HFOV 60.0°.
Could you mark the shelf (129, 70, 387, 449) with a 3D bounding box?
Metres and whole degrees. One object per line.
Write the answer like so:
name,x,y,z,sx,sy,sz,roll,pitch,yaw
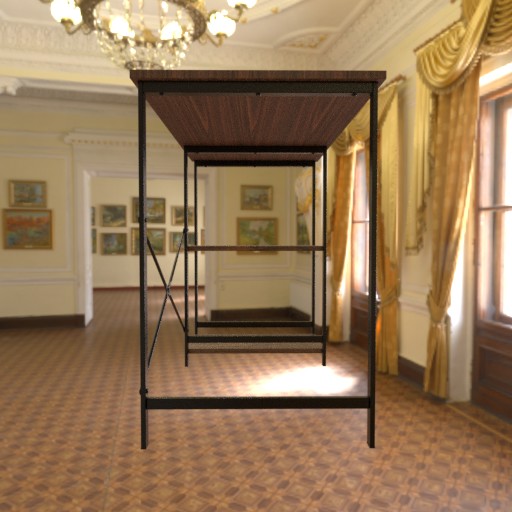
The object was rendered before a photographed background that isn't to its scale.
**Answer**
shelf,0.000,0.000,1.320,0.498,0.750,0.902,0,2,-1
